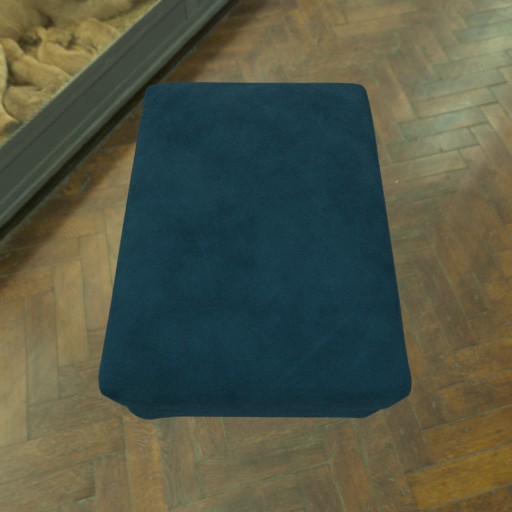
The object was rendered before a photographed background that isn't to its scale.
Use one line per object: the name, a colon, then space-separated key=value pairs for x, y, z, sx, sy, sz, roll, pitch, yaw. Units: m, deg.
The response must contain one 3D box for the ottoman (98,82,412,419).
ottoman: x=0.000 y=0.000 z=1.113 sx=0.572 sy=0.503 sz=0.773 roll=0 pitch=63 yaw=0
